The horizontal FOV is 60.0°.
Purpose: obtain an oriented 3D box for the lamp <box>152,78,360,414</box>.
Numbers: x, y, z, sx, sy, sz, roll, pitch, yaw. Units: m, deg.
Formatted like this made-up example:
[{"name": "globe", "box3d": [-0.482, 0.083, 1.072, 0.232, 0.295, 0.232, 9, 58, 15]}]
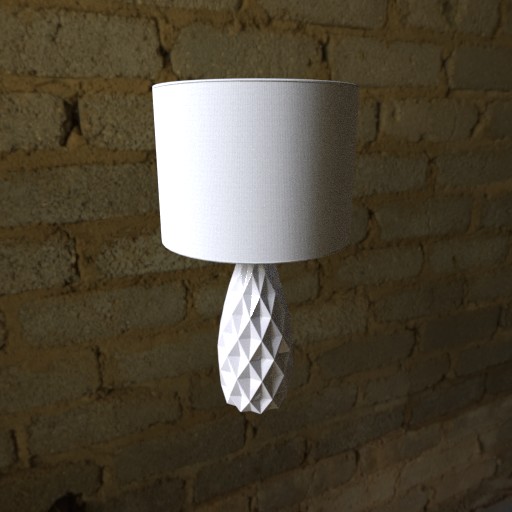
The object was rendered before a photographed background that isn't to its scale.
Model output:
[{"name": "lamp", "box3d": [0.000, 0.000, 0.724, 0.297, 0.522, 0.297, 0, 17, 0]}]
